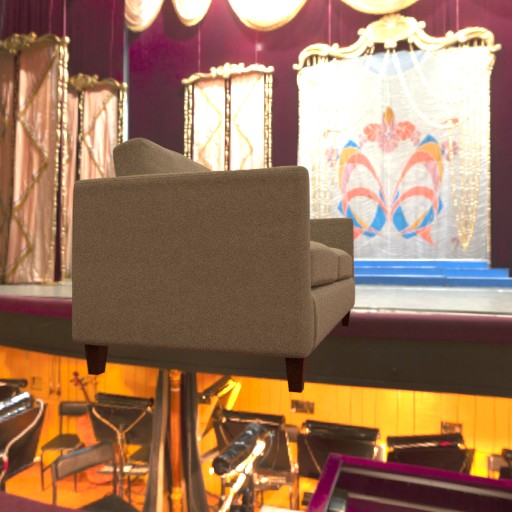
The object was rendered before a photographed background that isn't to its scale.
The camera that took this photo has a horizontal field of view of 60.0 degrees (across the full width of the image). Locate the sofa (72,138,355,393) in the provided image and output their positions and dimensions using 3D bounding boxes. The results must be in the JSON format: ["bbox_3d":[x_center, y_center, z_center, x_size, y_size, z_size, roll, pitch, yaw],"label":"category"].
[{"bbox_3d":[0.000,0.000,2.454,0.950,0.963,1.884,0,-1,17],"label":"sofa"}]
